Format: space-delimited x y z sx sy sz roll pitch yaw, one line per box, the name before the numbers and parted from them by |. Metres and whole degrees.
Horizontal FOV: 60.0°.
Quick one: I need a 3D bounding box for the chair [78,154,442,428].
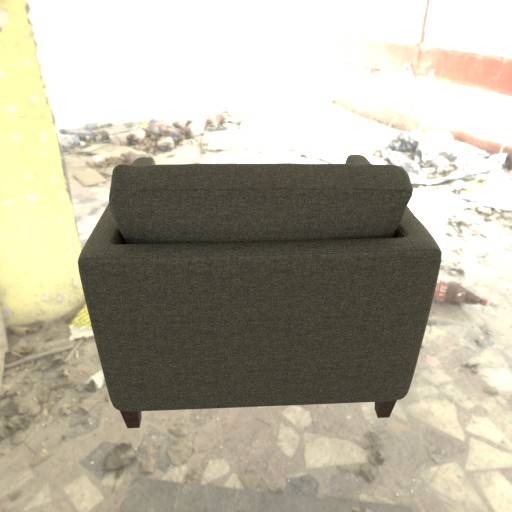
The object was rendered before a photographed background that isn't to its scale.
chair | 0.000 0.000 1.821 1.107 0.963 0.959 -1 31 -2
